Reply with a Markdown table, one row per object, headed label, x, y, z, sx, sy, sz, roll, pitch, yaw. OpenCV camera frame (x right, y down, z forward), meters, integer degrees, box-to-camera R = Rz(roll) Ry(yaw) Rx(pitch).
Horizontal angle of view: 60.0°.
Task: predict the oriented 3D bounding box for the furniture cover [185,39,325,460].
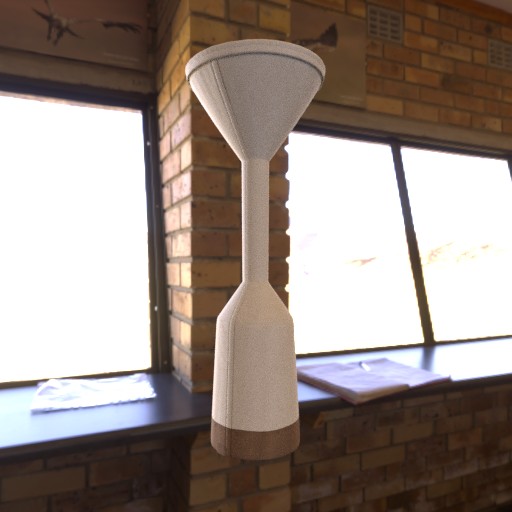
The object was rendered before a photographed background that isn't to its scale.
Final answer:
| label | x | y | z | sx | sy | sz | roll | pitch | yaw |
| --- | --- | --- | --- | --- | --- | --- | --- | --- | --- |
| furniture cover | 0.000 | 0.000 | 2.908 | 0.914 | 2.413 | 0.914 | -1 | -1 | 35 |
